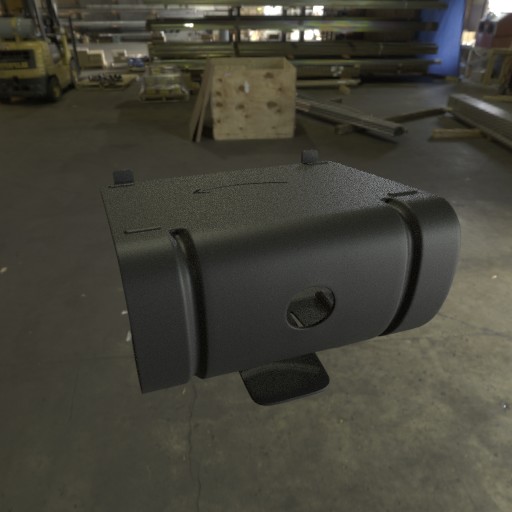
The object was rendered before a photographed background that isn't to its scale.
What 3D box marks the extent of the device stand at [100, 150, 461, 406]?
[{"bbox_3d":[0.000,0.000,0.410,0.256,0.155,0.236,-10,32,-16],"label":"device stand"}]
